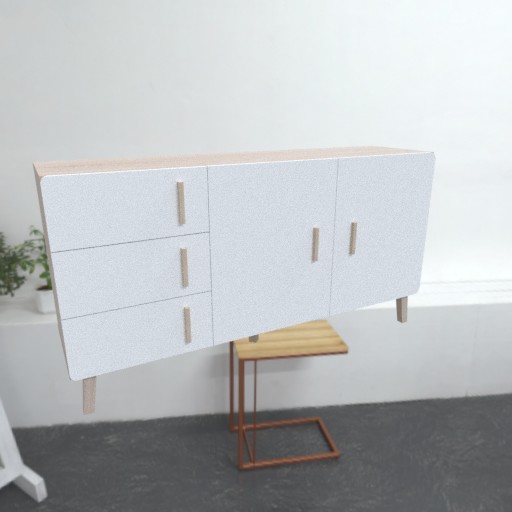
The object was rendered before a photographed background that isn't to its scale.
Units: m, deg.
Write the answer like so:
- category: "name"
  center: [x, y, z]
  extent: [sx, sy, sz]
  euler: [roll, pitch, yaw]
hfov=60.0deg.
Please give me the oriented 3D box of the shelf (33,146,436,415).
- category: "shelf"
  center: [0.000, 0.000, 1.776]
  extent: [1.490, 0.780, 0.400]
  euler: [-9, 21, -26]
